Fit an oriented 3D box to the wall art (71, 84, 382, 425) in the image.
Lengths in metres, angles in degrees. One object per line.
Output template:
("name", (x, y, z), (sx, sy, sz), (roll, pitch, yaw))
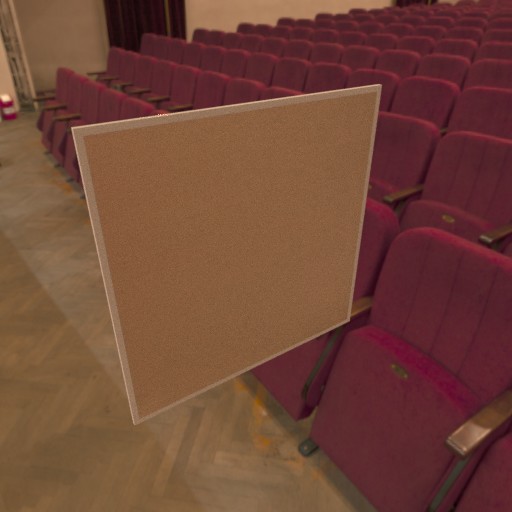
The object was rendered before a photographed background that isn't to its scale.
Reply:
("wall art", (0.000, 0.000, 1.209), (0.809, 0.809, 0.012), (-19, 35, -29))
